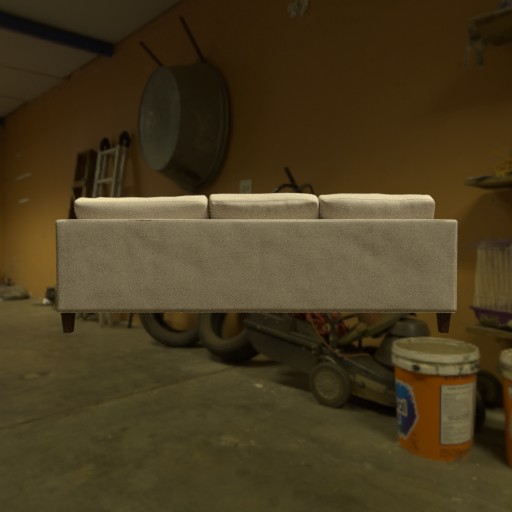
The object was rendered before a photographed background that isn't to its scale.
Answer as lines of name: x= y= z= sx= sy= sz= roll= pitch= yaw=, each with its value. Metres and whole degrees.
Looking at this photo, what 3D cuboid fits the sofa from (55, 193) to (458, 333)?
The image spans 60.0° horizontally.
sofa: x=0.000 y=0.000 z=4.226 sx=2.432 sy=0.863 sz=3.182 roll=0 pitch=1 yaw=0
